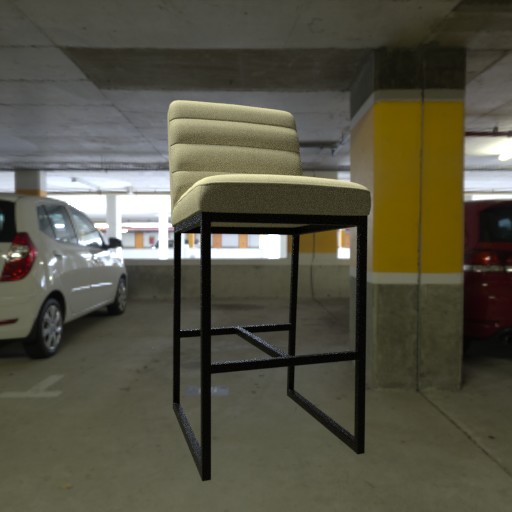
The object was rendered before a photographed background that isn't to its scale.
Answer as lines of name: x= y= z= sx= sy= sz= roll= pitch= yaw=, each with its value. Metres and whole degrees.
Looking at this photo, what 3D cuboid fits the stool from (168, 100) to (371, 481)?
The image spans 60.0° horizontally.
stool: x=0.000 y=0.000 z=1.334 sx=0.460 sy=1.040 sz=0.560 roll=-1 pitch=2 yaw=-19
